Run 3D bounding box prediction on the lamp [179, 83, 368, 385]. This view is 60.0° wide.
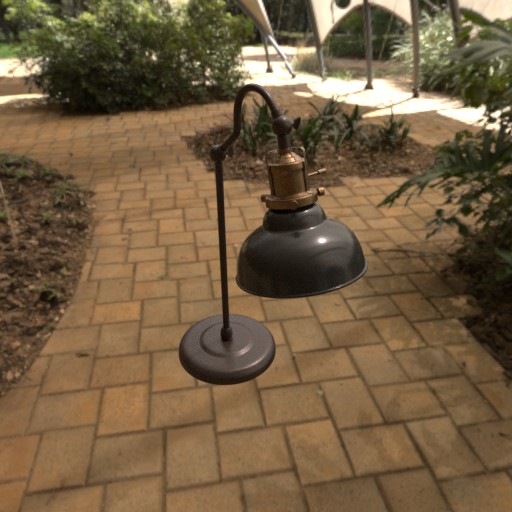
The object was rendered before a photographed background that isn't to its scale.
[{"bbox_3d":[0.000,0.000,0.693,0.192,0.508,0.374,-22,36,-33],"label":"lamp"}]
